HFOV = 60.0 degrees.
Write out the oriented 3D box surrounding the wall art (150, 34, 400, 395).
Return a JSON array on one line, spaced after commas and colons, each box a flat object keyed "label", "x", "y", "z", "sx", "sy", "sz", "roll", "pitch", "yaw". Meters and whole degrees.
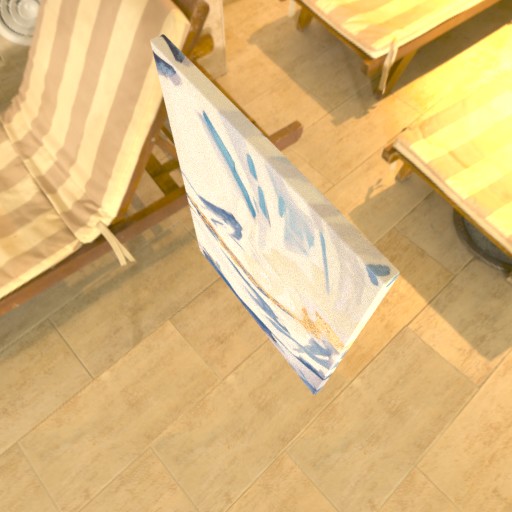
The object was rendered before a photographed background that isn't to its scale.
[{"label": "wall art", "x": 0.000, "y": 0.000, "z": 1.326, "sx": 0.038, "sy": 1.015, "sz": 0.761, "roll": -34, "pitch": 68, "yaw": -16}]
